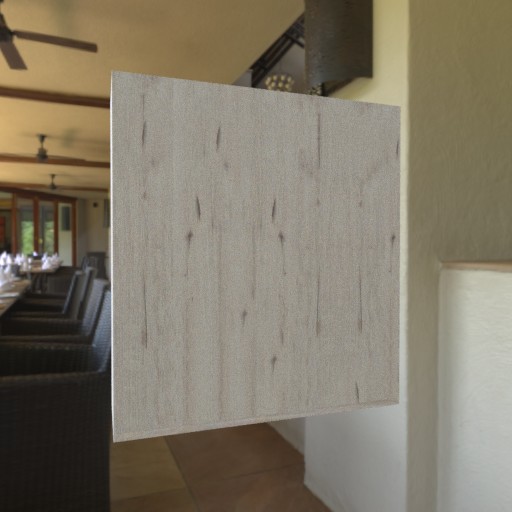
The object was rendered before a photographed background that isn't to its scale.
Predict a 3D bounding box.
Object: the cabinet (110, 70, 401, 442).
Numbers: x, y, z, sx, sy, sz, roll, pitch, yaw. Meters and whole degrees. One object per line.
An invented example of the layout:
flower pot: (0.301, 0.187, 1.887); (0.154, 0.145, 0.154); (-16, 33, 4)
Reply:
cabinet: (0.000, 0.000, 3.232); (2.000, 2.180, 0.660); (0, 1, -19)
